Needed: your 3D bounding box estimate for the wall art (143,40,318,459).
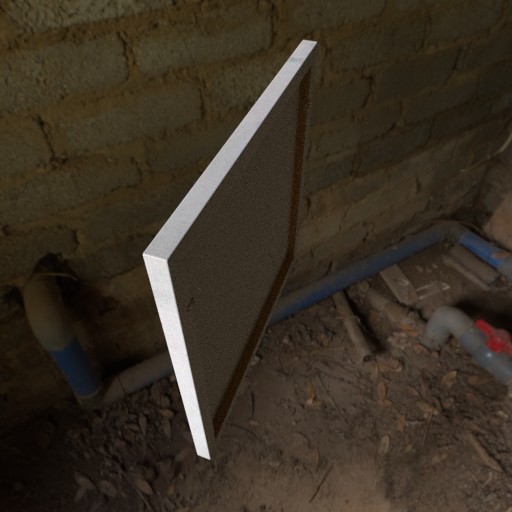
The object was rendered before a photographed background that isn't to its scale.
[{"bbox_3d":[0.000,0.000,1.108,0.041,0.762,0.762,15,49,14],"label":"wall art"}]
